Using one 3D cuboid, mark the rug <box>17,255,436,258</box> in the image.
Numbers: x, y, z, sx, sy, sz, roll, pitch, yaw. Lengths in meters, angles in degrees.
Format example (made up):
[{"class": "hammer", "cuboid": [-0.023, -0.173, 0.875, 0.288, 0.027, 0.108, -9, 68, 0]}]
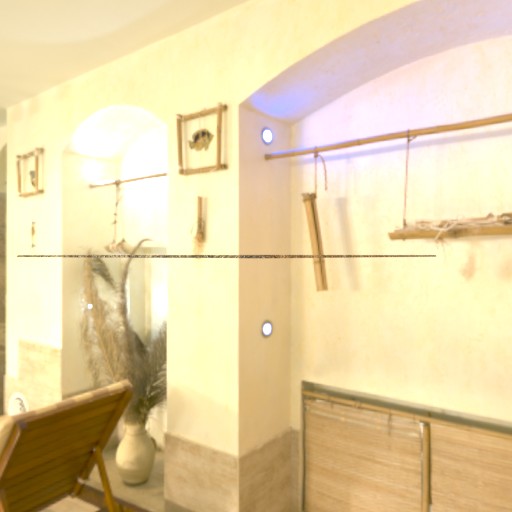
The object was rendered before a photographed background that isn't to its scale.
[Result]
[{"class": "rug", "cuboid": [0.000, 0.000, 4.135, 2.448, 0.017, 3.204, 0, 0, 36]}]
